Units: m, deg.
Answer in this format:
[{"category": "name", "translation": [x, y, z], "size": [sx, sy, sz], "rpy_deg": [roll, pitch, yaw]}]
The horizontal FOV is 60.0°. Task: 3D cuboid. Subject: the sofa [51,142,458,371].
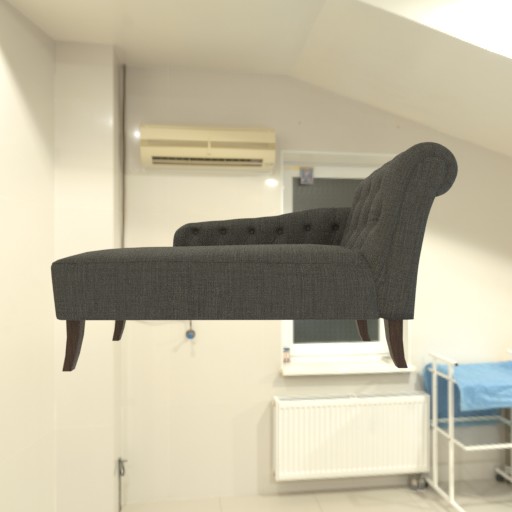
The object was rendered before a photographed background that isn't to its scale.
[{"category": "sofa", "translation": [0.000, 0.000, 1.806], "size": [1.379, 0.787, 0.675], "rpy_deg": [0, 0, -1]}]
